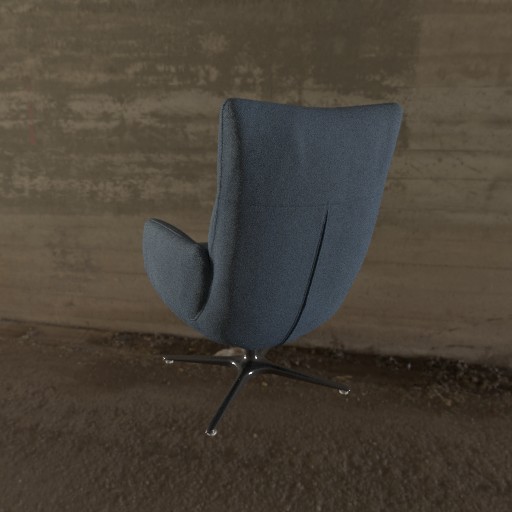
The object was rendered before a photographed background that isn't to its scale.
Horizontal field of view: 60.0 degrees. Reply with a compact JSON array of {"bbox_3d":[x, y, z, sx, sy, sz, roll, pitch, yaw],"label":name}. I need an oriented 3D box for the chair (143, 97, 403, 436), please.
[{"bbox_3d":[0.000,0.000,1.588,0.711,1.016,0.889,-8,18,-25],"label":"chair"}]
